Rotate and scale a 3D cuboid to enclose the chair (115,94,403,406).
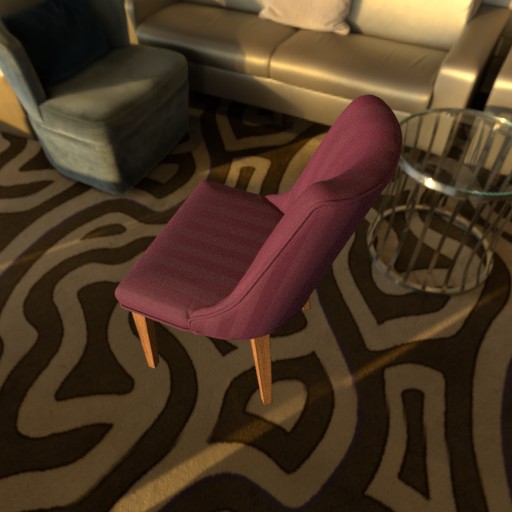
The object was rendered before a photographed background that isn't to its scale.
[{"bbox_3d":[0.000,0.000,1.312,0.638,0.916,0.548,17,50,15],"label":"chair"}]
